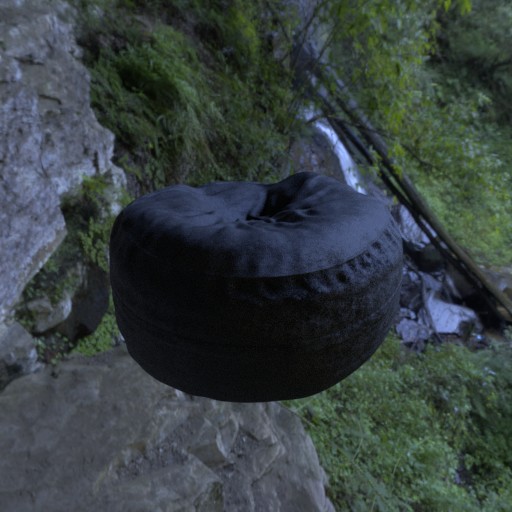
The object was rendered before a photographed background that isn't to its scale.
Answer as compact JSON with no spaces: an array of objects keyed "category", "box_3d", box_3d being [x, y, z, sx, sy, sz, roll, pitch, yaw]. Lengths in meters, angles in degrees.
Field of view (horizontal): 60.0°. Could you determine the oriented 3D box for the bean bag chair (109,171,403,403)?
[{"category":"bean bag chair","box_3d":[0.000,0.000,2.374,1.525,0.751,1.525,0,30,0]}]
